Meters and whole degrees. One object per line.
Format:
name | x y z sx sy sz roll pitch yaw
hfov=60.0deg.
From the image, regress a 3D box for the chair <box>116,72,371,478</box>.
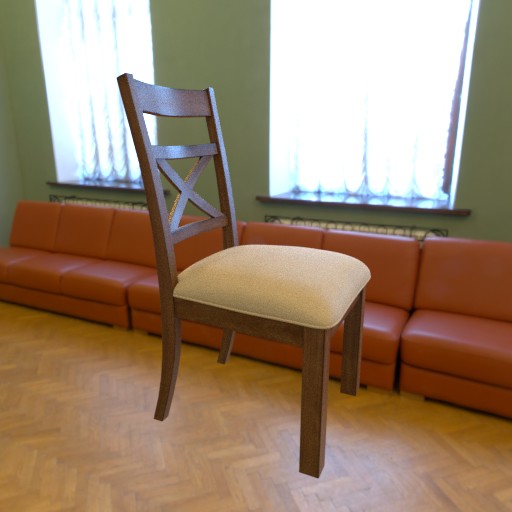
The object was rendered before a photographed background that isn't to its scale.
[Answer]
chair | 0.000 0.000 1.255 0.581 0.949 0.461 7 17 24
